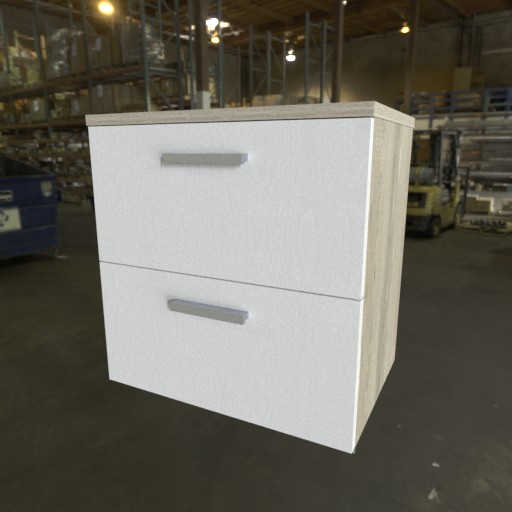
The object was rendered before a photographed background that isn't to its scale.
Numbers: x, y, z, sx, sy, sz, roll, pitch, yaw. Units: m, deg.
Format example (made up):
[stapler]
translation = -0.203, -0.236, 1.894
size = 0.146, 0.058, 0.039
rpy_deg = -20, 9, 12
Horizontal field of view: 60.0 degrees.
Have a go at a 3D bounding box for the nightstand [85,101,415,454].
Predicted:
[nightstand]
translation = 0.000, 0.000, 0.765
size = 0.442, 0.461, 0.325
rpy_deg = 7, 15, 26
